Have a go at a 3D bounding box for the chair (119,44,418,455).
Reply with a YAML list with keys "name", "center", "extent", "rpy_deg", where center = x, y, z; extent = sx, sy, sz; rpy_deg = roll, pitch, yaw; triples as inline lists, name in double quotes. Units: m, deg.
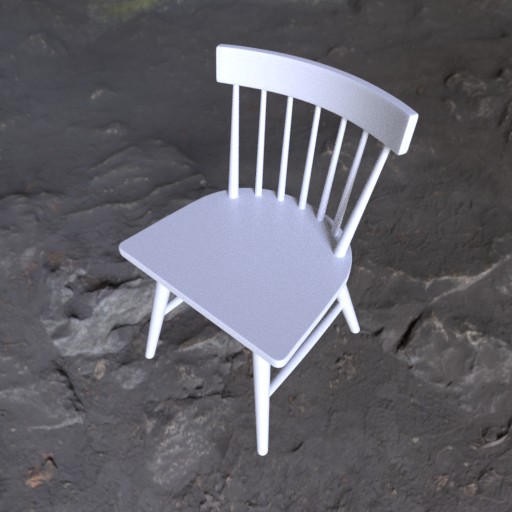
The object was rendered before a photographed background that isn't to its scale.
- name: "chair"
  center: [0.000, 0.000, 1.076]
  extent: [0.483, 0.787, 0.500]
  rpy_deg: [31, 54, 26]
